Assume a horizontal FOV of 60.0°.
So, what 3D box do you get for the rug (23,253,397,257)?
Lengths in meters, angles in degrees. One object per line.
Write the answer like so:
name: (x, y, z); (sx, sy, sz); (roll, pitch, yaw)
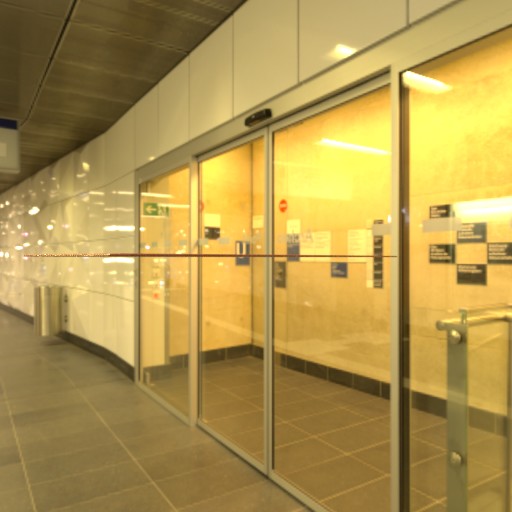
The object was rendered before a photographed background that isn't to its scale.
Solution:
rug: (0.000, 0.000, 2.723); (0.914, 0.013, 2.471); (0, 0, 38)
